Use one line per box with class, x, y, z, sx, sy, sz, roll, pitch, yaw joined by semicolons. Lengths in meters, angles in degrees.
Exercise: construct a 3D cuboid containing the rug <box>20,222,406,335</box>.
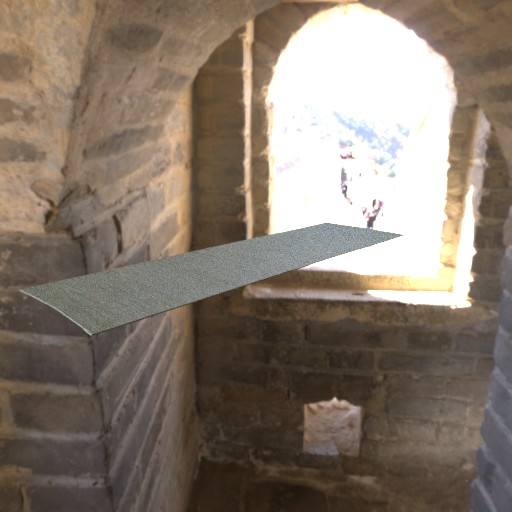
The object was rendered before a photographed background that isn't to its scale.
rug;0.000;0.000;2.566;0.686;0.013;2.340;14;21;43
